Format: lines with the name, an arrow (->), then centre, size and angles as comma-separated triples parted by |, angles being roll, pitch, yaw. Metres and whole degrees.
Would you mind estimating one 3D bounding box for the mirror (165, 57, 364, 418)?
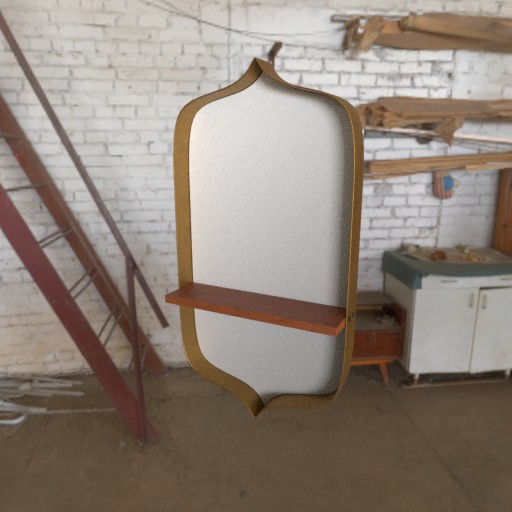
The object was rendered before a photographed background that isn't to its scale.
mirror -> 0.000, 0.000, 0.739 | 0.323, 0.613, 0.096 | 7, 16, 26
